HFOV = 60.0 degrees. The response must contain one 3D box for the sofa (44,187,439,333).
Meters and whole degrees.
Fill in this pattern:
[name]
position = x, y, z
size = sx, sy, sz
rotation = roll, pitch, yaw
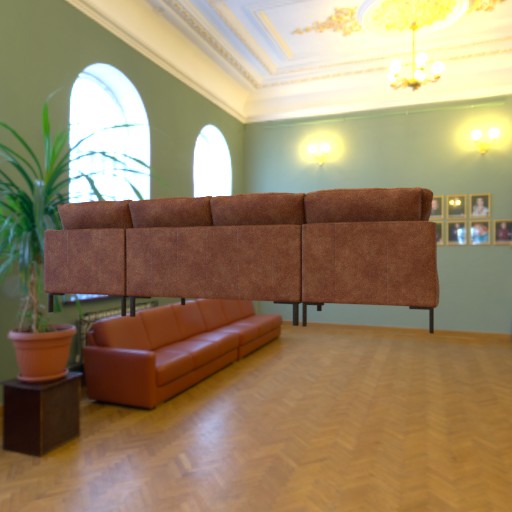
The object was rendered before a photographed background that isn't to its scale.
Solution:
[sofa]
position = 0.000, 0.000, 3.973
size = 2.956, 0.900, 1.939
rotation = 0, 0, 19
